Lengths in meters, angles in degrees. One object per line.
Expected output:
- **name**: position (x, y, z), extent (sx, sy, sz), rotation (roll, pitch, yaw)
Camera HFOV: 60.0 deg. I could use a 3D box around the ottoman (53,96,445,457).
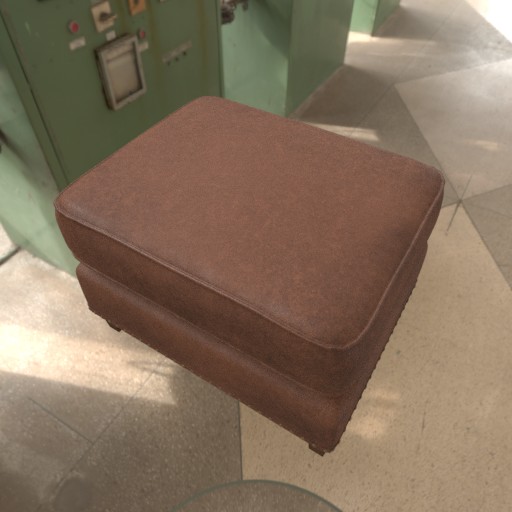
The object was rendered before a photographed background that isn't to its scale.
- **ottoman**: position (0.000, 0.000, 1.119), extent (0.738, 0.537, 0.589), rotation (25, 52, 21)
